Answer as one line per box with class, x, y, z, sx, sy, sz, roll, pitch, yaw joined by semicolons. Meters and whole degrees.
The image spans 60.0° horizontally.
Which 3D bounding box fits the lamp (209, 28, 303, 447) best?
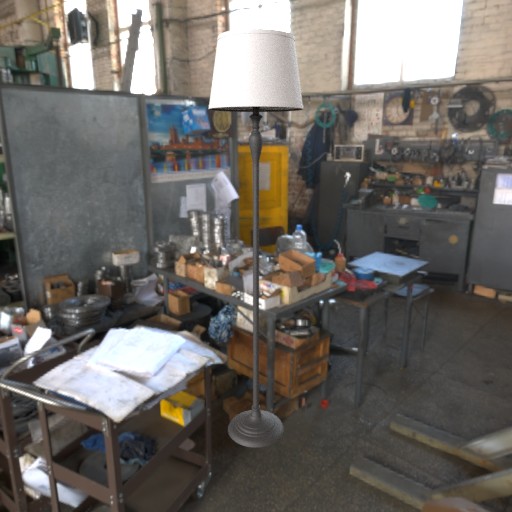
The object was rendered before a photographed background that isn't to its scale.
lamp;0.000;0.000;1.670;0.327;1.506;0.327;2;15;9
